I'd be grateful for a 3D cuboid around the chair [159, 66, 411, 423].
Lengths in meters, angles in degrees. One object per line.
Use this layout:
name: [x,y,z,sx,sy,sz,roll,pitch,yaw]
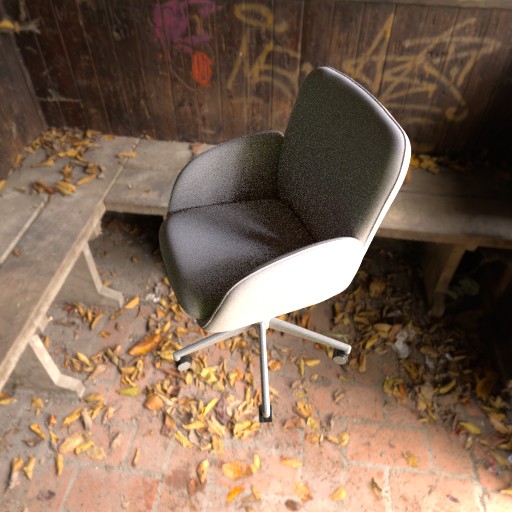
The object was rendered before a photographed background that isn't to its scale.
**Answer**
chair: [0.000,0.000,1.374,0.633,0.959,0.648,-15,48,-14]
